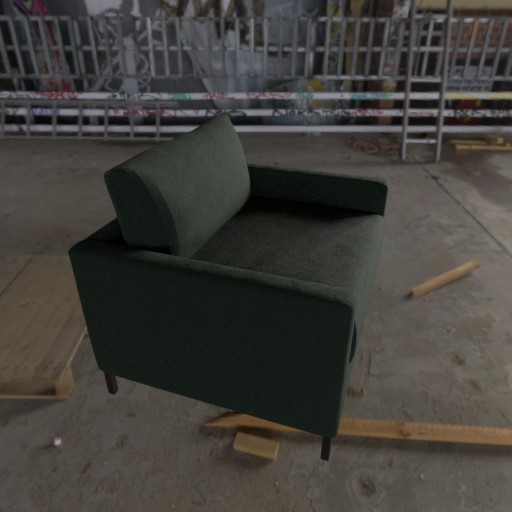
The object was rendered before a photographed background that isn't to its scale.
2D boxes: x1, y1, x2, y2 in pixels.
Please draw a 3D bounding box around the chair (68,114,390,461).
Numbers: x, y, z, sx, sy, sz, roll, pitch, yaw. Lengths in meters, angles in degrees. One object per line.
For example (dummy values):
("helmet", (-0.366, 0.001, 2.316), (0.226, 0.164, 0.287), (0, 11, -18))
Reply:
("chair", (0.000, 0.000, 1.654), (0.866, 0.861, 0.963), (10, 32, 17))
